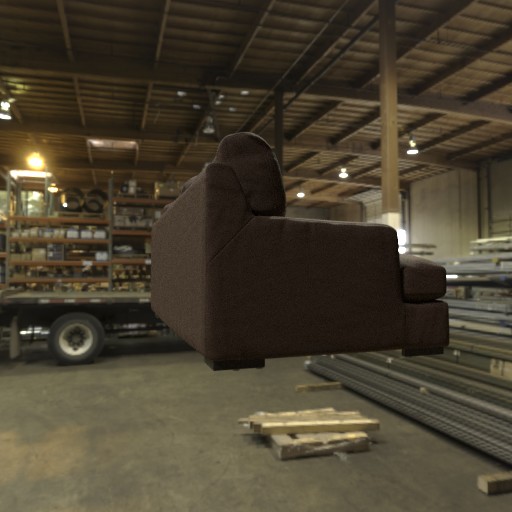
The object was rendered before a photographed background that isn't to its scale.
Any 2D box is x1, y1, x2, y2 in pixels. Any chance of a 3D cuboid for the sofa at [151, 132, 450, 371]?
[{"bbox_3d":[0.000,0.000,2.872,1.140,0.950,2.274,1,-2,-18],"label":"sofa"}]
